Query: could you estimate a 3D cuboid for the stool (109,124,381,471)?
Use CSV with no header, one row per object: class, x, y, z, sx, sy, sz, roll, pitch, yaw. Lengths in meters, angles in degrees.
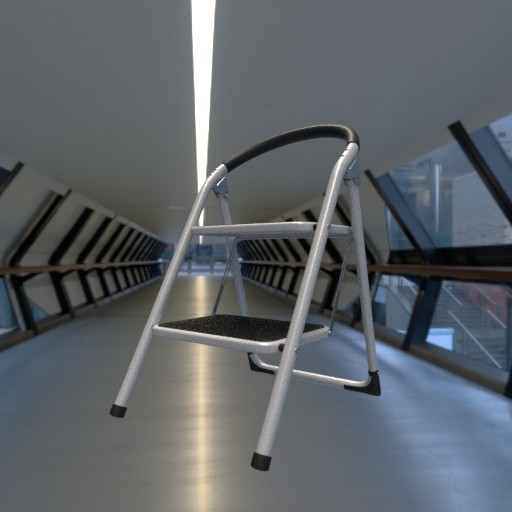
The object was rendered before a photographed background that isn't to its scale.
stool,0.000,0.000,1.116,0.453,0.760,0.559,0,1,37
